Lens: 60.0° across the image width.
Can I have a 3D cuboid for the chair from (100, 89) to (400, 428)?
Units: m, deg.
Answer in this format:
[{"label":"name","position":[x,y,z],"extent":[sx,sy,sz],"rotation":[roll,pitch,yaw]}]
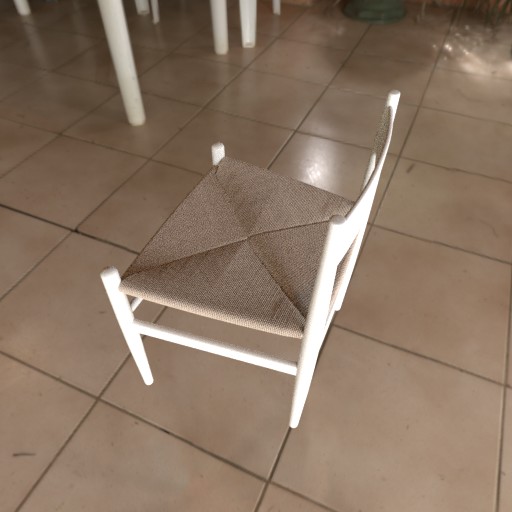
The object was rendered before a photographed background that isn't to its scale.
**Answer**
[{"label":"chair","position":[0.000,0.000,1.120],"extent":[0.495,0.762,0.556],"rotation":[17,49,15]}]
